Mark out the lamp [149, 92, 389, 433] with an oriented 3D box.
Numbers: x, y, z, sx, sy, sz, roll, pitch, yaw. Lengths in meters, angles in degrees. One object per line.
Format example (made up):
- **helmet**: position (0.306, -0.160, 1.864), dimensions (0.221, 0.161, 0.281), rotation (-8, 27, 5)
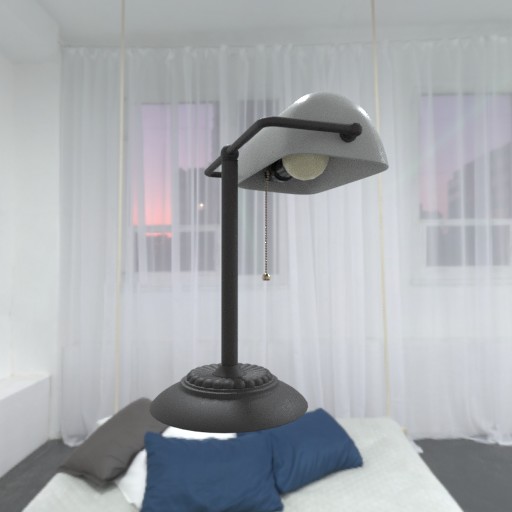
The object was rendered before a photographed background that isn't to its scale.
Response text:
- **lamp**: position (0.000, 0.000, 0.521), dimensions (0.243, 0.339, 0.264), rotation (0, -1, -18)
